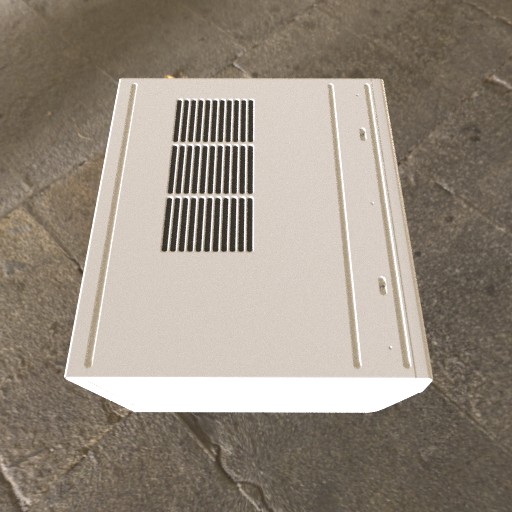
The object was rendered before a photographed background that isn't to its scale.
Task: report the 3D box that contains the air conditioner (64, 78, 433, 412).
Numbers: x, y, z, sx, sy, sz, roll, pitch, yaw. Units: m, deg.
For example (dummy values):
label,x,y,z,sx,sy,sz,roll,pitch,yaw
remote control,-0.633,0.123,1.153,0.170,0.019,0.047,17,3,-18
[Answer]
label,x,y,z,sx,sy,sz,roll,pitch,yaw
air conditioner,0.000,0.000,1.030,0.599,0.455,0.645,0,64,0
